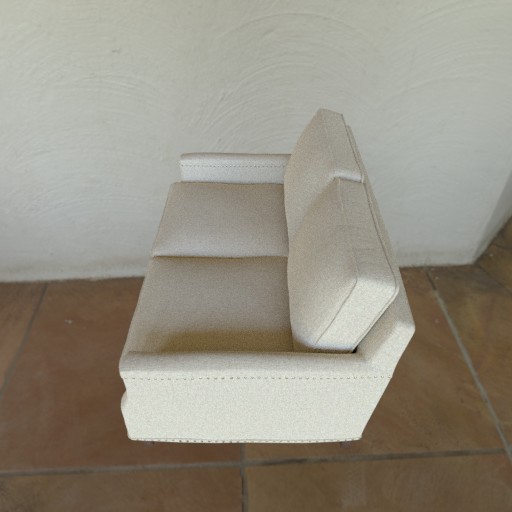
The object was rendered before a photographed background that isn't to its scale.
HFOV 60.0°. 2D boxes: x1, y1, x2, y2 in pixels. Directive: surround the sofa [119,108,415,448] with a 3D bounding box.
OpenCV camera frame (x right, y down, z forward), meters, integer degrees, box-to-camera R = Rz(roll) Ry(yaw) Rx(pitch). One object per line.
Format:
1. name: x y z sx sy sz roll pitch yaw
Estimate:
1. sofa: 0.000 0.000 2.232 1.084 1.003 1.597 0 42 1
